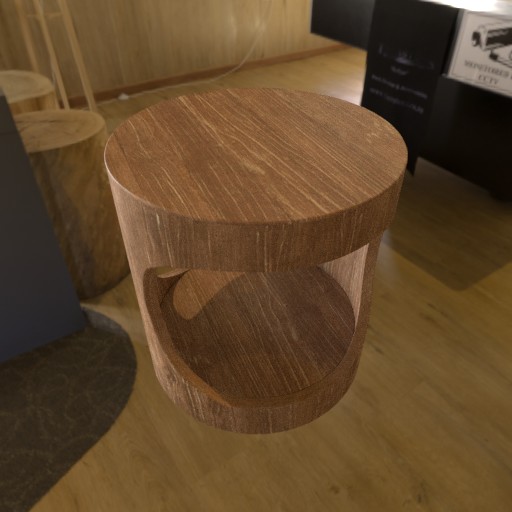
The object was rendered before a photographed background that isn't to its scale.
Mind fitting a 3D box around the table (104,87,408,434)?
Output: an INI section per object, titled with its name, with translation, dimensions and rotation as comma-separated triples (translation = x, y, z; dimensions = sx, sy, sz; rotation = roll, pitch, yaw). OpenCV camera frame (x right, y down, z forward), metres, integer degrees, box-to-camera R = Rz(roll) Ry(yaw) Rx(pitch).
[table]
translation = 0.000, 0.000, 0.970
dimensions = 0.527, 0.551, 0.527
rotation = 0, 40, 0
